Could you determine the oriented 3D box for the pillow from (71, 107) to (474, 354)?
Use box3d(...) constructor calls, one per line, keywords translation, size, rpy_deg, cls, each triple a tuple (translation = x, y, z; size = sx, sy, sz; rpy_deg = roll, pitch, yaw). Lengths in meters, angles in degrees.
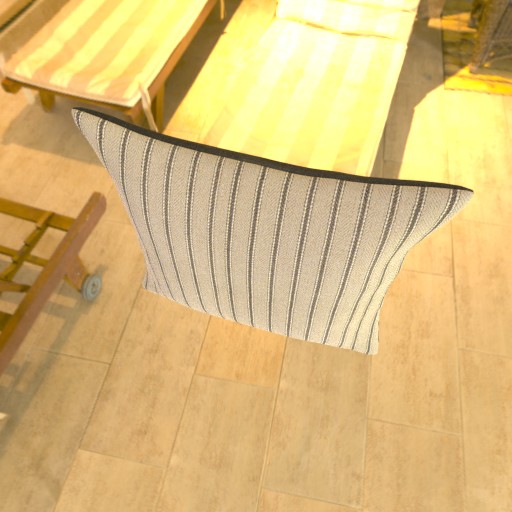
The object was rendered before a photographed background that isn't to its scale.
box3d(translation=(0.000, 0.000, 0.668), size=(0.468, 0.444, 0.138), rpy_deg=(15, 59, 9), cls="pillow")
